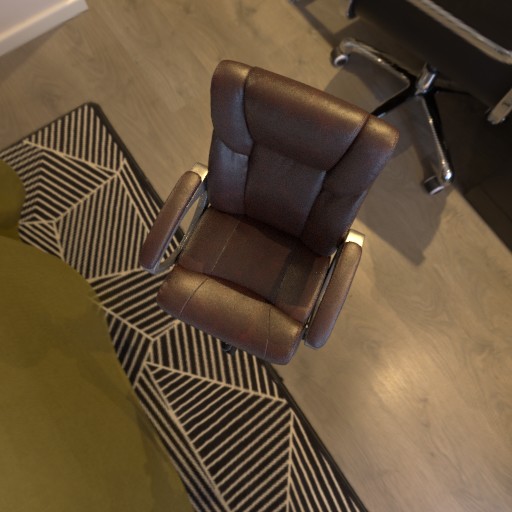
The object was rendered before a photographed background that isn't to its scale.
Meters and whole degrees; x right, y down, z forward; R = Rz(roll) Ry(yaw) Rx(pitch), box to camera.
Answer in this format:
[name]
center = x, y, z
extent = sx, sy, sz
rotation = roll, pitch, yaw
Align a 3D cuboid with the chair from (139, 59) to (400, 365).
[chair]
center = 0.000, 0.000, 1.568
extent = 0.656, 1.128, 0.692
rotation = 24, 77, 6
